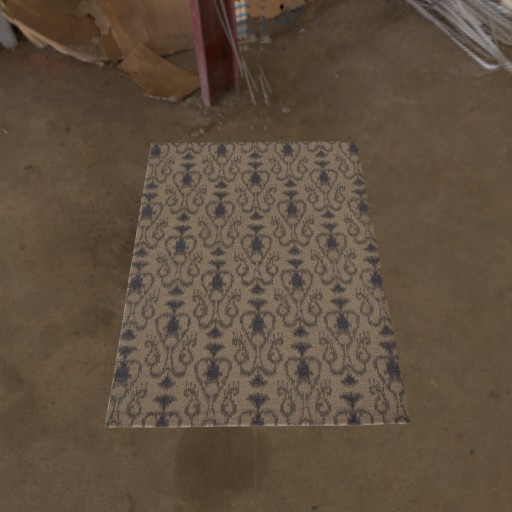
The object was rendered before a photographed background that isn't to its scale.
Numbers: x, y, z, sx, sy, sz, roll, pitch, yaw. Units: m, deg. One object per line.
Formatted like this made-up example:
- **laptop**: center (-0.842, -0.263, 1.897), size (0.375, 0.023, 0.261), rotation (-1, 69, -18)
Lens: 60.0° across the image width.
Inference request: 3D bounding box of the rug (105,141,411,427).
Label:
- **rug**: center (0.000, 0.000, 4.376), size (2.437, 0.015, 3.205), rotation (-1, 57, 0)
